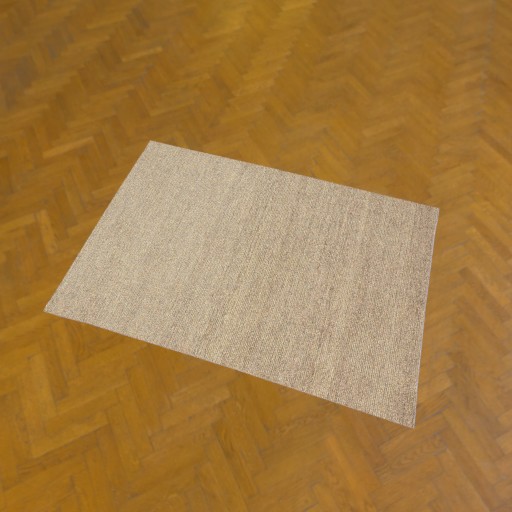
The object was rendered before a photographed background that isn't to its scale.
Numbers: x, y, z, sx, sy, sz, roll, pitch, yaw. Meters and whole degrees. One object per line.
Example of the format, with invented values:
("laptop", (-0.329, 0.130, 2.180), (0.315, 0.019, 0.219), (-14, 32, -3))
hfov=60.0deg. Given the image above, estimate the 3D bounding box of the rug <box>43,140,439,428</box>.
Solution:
("rug", (0.000, 0.000, 3.036), (2.342, 0.030, 1.609), (15, 59, 9))
